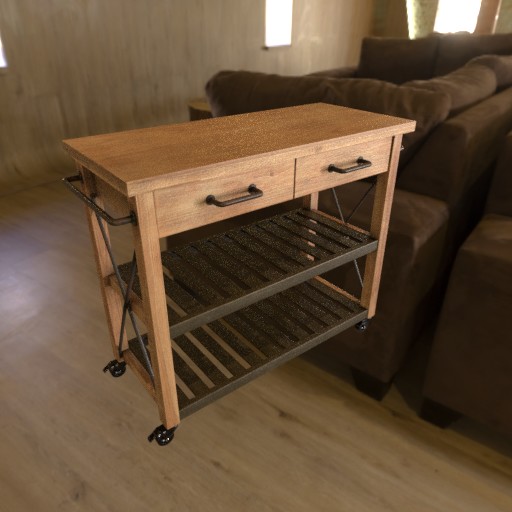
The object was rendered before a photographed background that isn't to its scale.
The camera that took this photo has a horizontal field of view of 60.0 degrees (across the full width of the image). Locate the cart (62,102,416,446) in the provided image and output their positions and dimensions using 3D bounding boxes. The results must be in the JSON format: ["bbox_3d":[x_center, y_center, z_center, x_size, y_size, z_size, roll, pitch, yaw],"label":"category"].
[{"bbox_3d":[0.000,0.000,0.991,0.686,0.554,0.298,-20,34,-32],"label":"cart"}]
